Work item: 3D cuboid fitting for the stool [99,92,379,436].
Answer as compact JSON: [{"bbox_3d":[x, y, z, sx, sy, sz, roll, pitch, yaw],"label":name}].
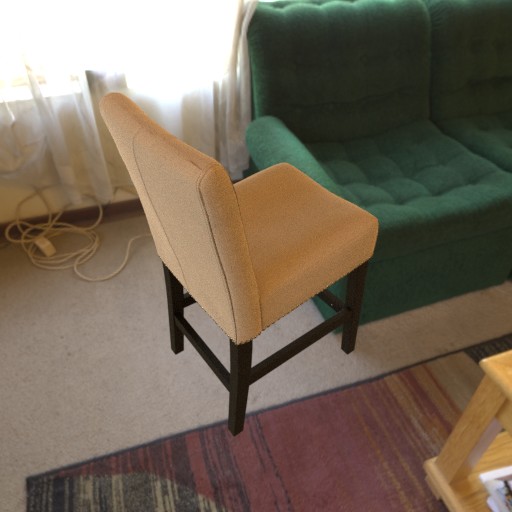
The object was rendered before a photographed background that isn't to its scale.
[{"bbox_3d":[0.000,0.000,1.215,0.571,0.885,0.427,-25,46,-27],"label":"stool"}]
